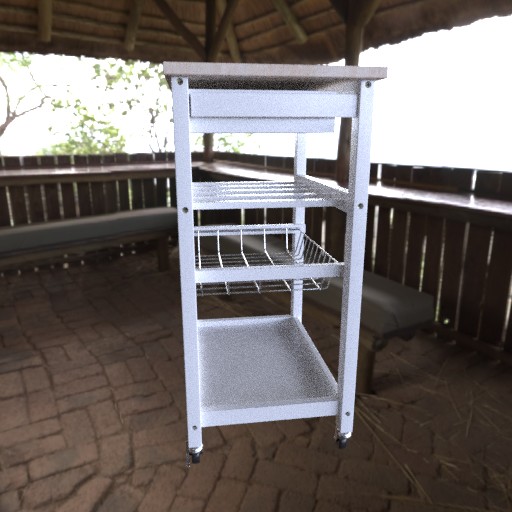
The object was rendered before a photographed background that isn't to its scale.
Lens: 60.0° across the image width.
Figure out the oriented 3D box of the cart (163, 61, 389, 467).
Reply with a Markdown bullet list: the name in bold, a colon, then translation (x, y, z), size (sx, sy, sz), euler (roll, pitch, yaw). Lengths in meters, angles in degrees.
- **cart**: translation (0.000, 0.000, 1.169), size (0.406, 0.857, 0.578), euler (-2, 15, -8)
